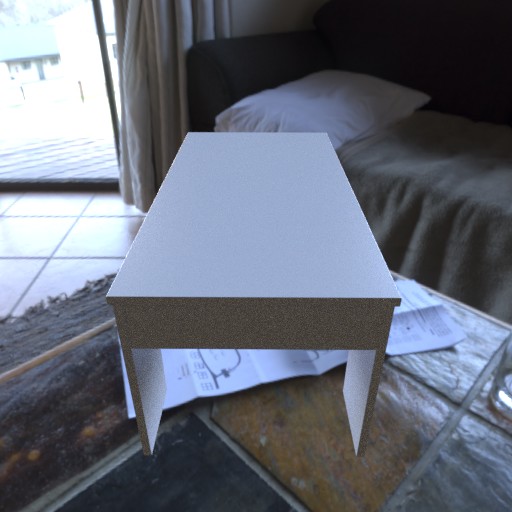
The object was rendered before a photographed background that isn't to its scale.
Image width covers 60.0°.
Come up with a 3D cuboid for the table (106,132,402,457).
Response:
[{"bbox_3d":[0.000,0.000,1.288,0.500,0.440,1.000,0,31,0],"label":"table"}]
